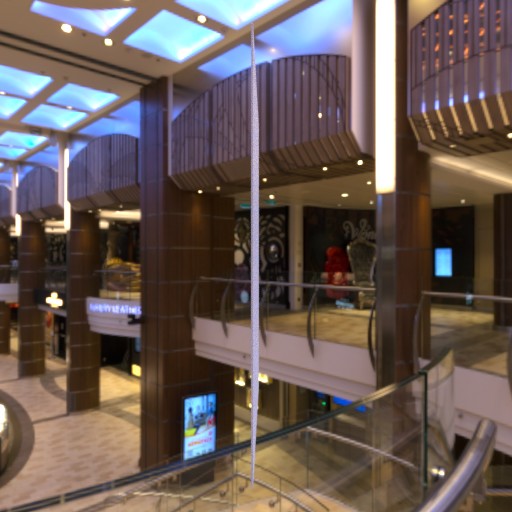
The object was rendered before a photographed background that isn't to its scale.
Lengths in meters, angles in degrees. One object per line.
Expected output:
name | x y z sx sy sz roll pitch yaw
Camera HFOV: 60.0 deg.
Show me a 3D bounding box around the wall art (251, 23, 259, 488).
wall art | 0.000 0.000 0.809 0.003 0.610 0.457 0 0 1
